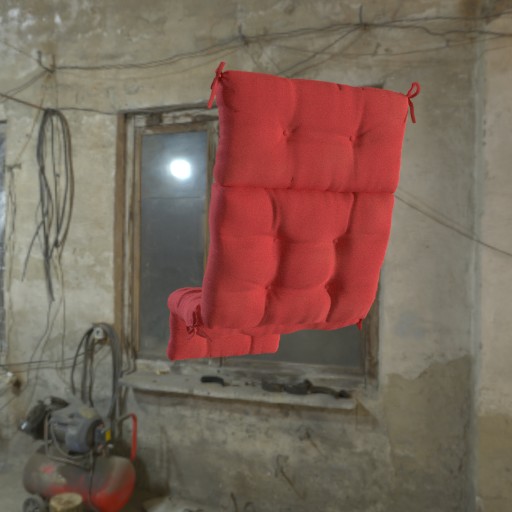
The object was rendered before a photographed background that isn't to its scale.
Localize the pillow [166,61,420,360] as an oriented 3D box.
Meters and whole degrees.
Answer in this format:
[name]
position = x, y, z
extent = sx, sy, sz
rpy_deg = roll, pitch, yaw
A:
[pillow]
position = 0.000, 0.000, 1.458
extent = 0.526, 0.863, 1.016
rpy_deg = 0, 0, -18
